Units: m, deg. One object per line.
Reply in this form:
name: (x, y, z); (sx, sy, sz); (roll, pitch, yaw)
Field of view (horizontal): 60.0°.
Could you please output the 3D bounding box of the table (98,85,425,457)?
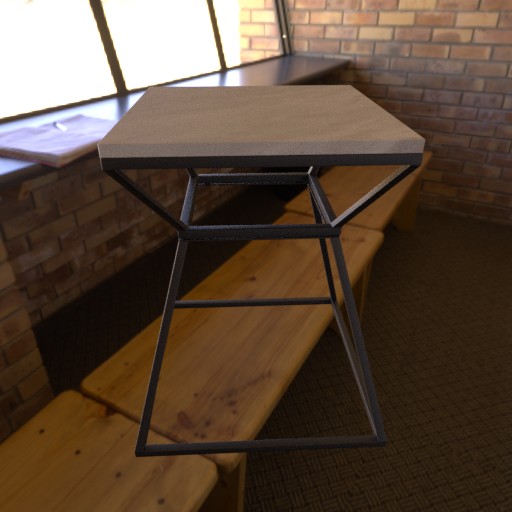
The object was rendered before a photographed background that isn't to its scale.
table: (0.000, 0.000, 0.859); (0.455, 0.559, 0.455); (-1, 30, -2)
